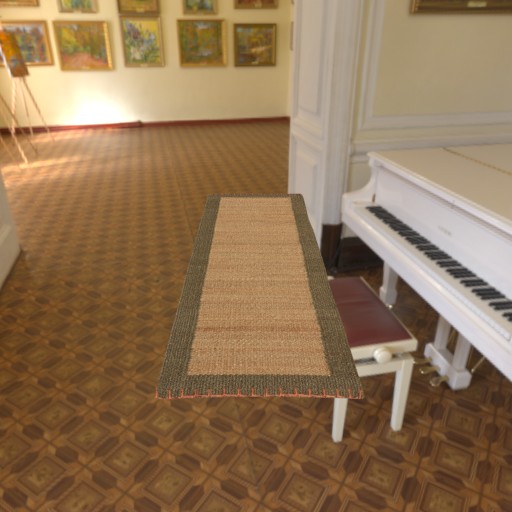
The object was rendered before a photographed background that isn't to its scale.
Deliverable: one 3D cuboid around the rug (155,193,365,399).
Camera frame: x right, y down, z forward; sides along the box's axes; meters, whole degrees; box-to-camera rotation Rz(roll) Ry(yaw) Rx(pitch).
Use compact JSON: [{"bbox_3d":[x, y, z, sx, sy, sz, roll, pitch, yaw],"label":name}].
[{"bbox_3d":[0.000,0.000,2.744,0.810,0.016,2.413,0,26,0],"label":"rug"}]
